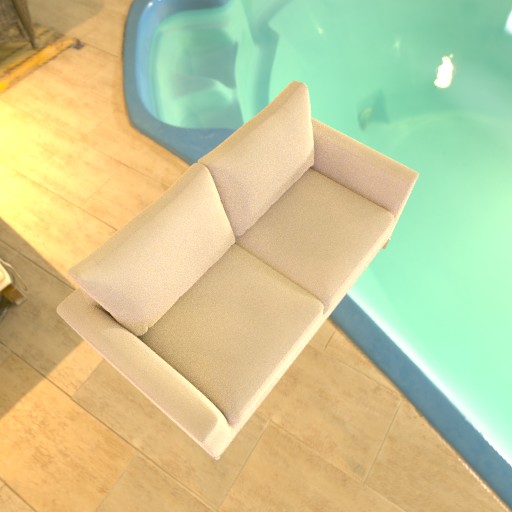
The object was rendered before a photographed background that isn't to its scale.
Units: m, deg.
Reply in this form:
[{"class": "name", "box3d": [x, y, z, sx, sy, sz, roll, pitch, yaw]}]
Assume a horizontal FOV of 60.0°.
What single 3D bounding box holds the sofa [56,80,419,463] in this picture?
[{"class": "sofa", "box3d": [0.000, 0.000, 2.326, 0.906, 0.995, 1.739, 34, 64, 20]}]
